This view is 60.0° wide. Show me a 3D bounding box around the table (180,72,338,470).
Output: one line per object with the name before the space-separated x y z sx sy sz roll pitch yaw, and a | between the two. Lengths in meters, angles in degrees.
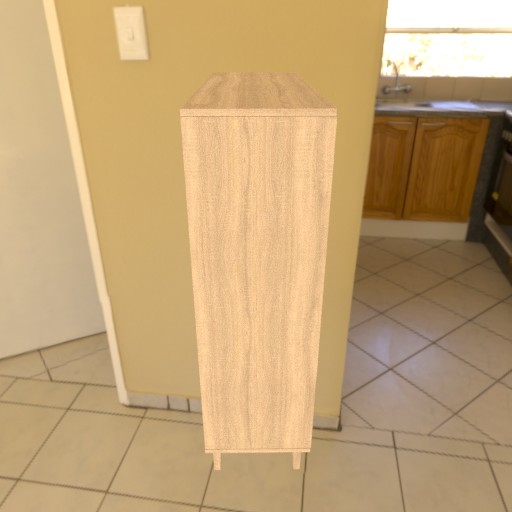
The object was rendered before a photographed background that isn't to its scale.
table | 0.000 0.000 1.919 0.398 1.388 1.111 0 27 -1
